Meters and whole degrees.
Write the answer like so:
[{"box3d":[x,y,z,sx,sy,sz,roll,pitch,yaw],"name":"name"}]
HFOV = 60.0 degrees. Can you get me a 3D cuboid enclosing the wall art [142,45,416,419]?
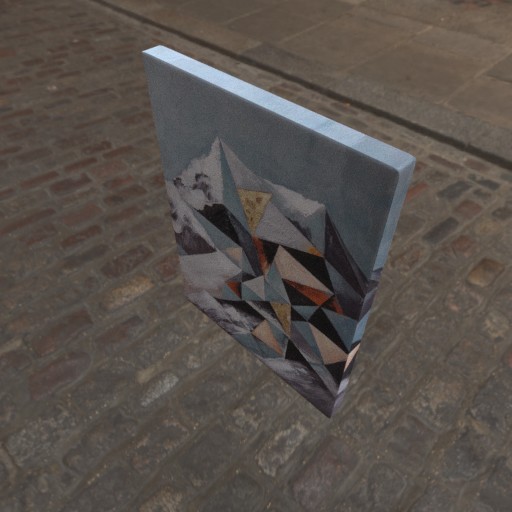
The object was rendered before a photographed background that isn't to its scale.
[{"box3d":[0.000,0.000,0.804,0.455,0.613,0.037,35,55,29],"name":"wall art"}]
